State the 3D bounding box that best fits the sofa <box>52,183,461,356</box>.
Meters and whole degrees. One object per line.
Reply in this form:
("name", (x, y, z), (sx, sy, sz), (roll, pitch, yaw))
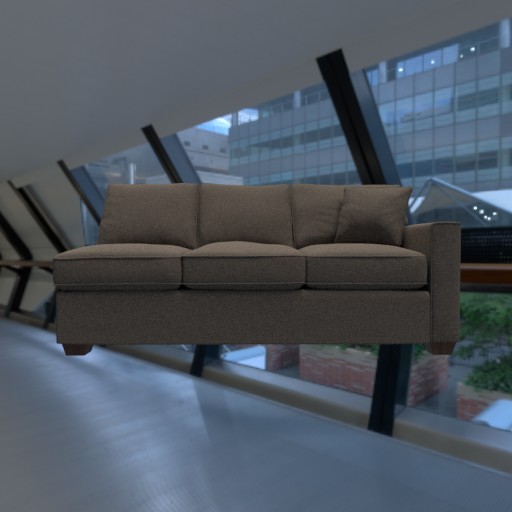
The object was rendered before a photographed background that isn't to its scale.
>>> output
("sofa", (0.000, 0.000, 2.588), (1.963, 0.946, 1.034), (0, 1, -1))
